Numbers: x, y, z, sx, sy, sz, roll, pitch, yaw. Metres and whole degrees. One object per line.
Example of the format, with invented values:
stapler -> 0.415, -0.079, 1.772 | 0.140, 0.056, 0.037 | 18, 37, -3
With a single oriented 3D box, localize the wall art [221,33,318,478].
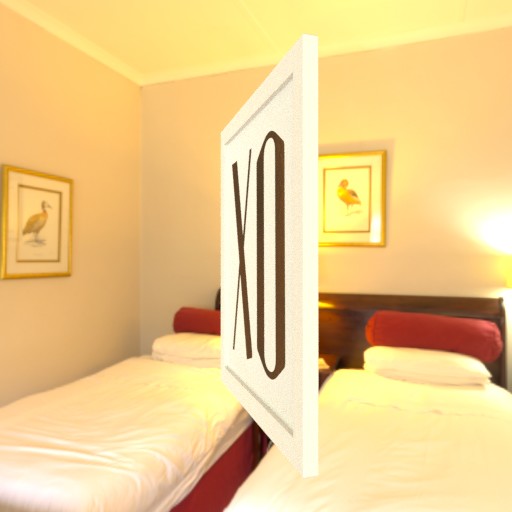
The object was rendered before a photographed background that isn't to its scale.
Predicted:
wall art -> 0.000, 0.000, 0.748 | 0.020, 0.536, 0.444 | 0, 0, -17
